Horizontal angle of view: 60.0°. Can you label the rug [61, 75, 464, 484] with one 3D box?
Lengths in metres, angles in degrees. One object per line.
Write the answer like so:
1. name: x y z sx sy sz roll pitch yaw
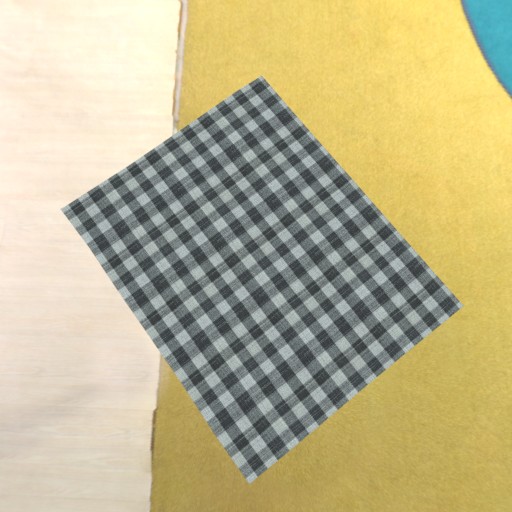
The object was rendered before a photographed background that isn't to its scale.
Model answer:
1. rug: 0.000 0.000 4.125 2.432 0.013 3.021 -36 79 -9
